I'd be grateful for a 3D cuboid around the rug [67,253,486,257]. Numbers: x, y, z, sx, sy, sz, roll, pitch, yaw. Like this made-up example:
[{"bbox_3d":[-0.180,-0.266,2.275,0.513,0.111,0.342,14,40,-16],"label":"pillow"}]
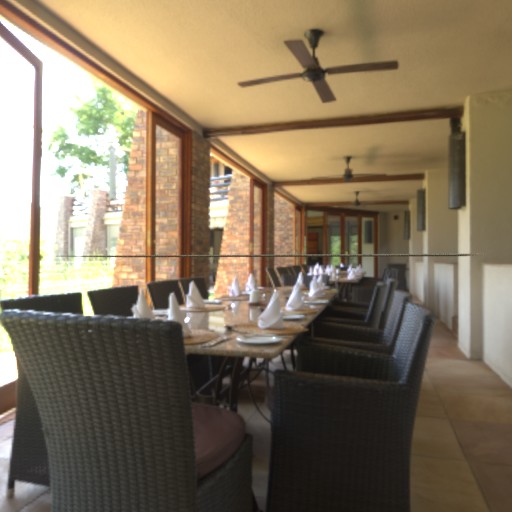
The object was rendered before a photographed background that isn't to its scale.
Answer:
[{"bbox_3d":[0.000,0.000,2.730,2.437,0.005,0.688,0,-1,19],"label":"rug"}]
